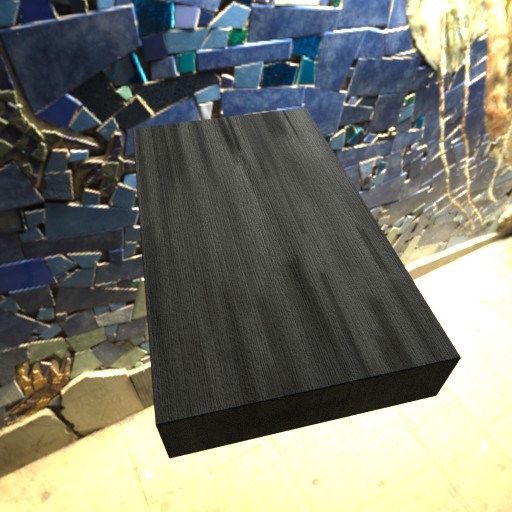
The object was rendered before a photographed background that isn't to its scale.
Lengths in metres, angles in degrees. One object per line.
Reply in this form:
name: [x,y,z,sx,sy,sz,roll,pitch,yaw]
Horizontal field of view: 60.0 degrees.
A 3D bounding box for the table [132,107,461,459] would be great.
table: [0.000,0.000,1.373,0.643,0.347,1.088,-10,47,-9]
